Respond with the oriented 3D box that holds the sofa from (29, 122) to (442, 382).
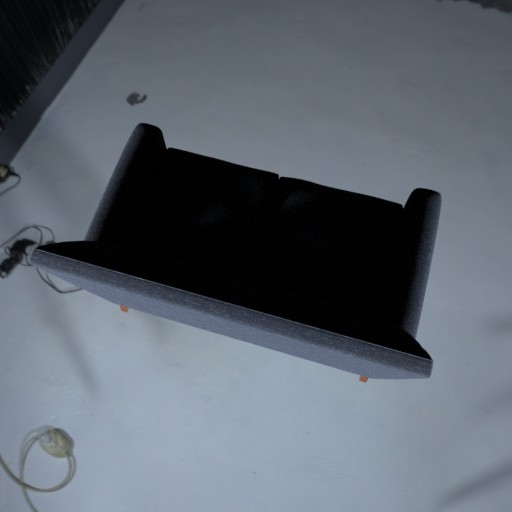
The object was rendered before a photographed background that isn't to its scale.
[{"bbox_3d":[0.000,0.000,1.955,1.420,0.846,0.875,15,64,7],"label":"sofa"}]
